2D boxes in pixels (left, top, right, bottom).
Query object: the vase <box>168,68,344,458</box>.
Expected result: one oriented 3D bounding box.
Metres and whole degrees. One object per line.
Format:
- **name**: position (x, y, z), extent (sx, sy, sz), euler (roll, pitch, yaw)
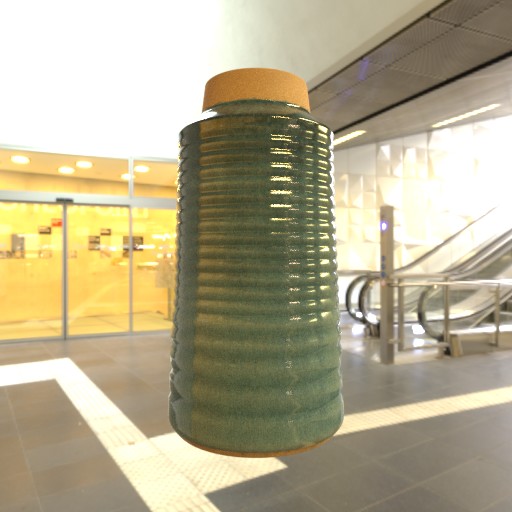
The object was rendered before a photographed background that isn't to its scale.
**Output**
- **vase**: position (0.000, 0.000, 0.419), extent (0.163, 0.316, 0.163), euler (0, 0, 0)
